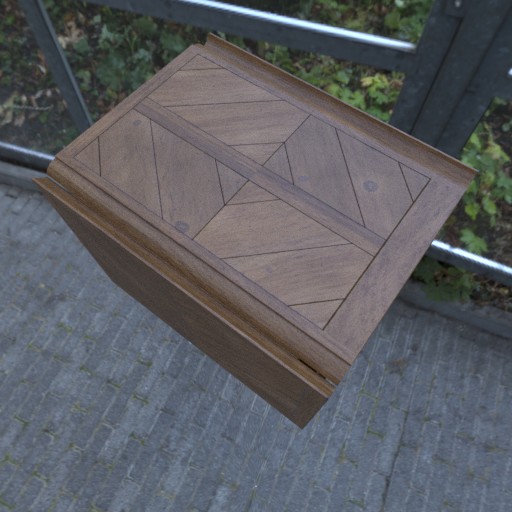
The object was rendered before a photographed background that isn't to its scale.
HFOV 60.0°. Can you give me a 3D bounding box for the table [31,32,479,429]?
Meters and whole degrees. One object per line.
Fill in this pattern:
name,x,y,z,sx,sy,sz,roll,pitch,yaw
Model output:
table,0.000,0.000,1.271,0.746,0.763,0.591,34,68,16
